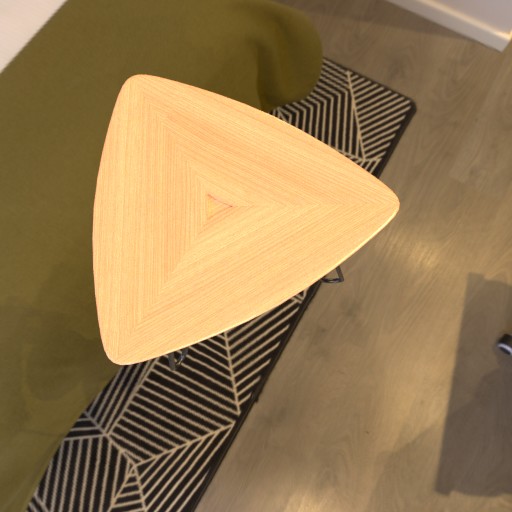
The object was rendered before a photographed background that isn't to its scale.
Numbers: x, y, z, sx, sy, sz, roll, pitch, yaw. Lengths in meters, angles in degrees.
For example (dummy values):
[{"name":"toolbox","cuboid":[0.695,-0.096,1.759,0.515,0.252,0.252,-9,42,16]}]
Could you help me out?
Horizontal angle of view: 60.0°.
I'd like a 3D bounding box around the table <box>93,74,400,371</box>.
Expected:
[{"name":"table","cuboid":[0.000,0.000,0.893,0.455,0.564,0.442,-1,75,0]}]
